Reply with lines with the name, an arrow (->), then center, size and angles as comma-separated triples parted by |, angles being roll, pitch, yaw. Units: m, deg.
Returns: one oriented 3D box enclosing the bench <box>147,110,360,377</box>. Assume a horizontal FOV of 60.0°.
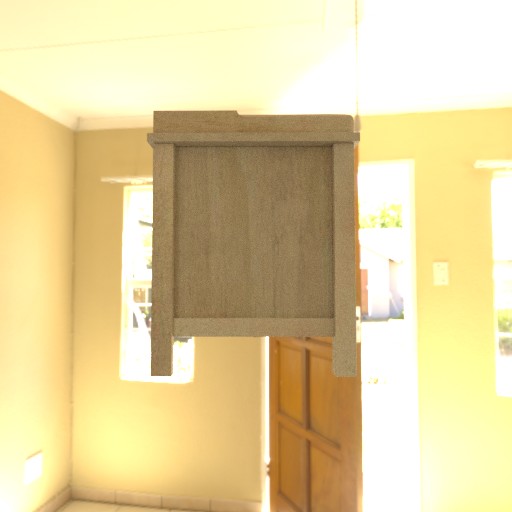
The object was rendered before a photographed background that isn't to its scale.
bench -> 0.000, 0.000, 1.387 | 0.398, 0.501, 1.140 | 0, -3, 0
